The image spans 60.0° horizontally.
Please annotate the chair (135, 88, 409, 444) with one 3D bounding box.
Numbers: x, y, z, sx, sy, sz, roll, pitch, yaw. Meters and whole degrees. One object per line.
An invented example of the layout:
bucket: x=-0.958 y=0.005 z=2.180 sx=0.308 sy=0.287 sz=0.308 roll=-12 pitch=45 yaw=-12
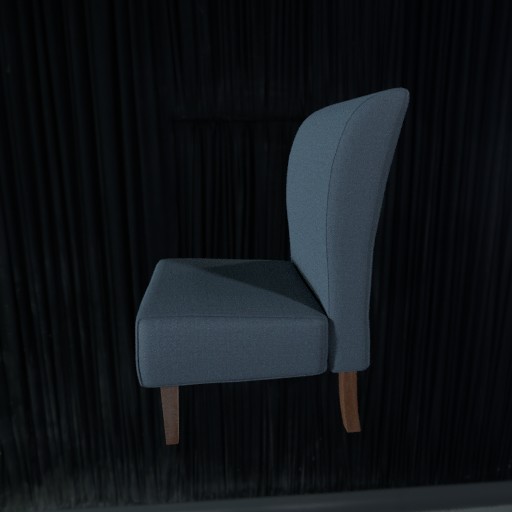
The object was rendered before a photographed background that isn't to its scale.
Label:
chair: x=0.000 y=0.000 z=1.179 sx=0.592 sy=0.804 sz=0.513 roll=-2 pitch=15 yaw=-7
